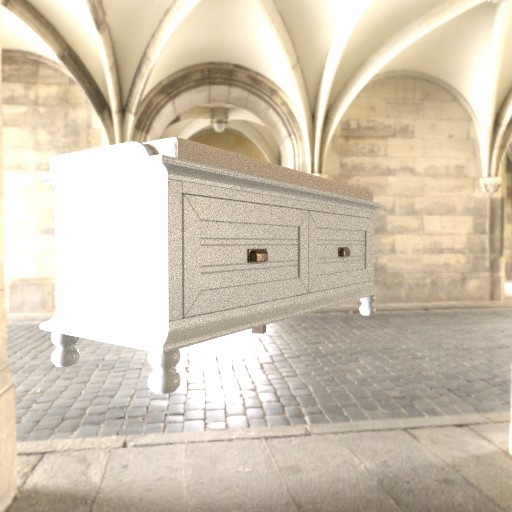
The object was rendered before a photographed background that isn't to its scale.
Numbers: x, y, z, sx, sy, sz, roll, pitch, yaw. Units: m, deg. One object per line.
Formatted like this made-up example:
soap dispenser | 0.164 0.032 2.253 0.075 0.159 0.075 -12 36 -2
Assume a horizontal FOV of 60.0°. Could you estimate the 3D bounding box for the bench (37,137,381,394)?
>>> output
bench | 0.000 0.000 1.393 0.402 0.486 1.185 1 2 34
